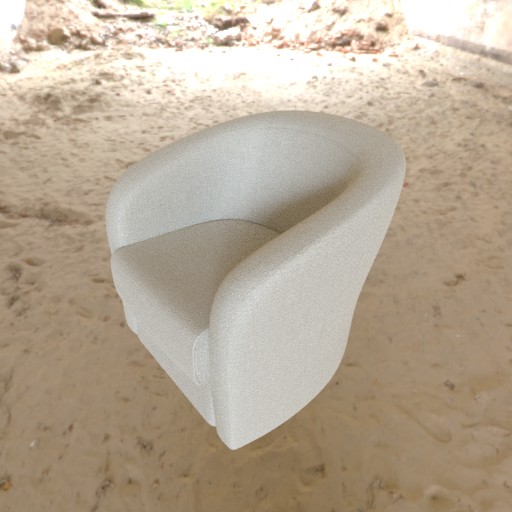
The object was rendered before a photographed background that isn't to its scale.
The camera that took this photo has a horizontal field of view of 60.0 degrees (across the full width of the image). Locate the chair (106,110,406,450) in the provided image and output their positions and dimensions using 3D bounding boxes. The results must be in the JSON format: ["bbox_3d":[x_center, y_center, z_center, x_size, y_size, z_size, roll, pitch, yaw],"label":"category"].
[{"bbox_3d":[0.000,0.000,1.448,0.815,0.771,0.791,-23,39,-32],"label":"chair"}]
